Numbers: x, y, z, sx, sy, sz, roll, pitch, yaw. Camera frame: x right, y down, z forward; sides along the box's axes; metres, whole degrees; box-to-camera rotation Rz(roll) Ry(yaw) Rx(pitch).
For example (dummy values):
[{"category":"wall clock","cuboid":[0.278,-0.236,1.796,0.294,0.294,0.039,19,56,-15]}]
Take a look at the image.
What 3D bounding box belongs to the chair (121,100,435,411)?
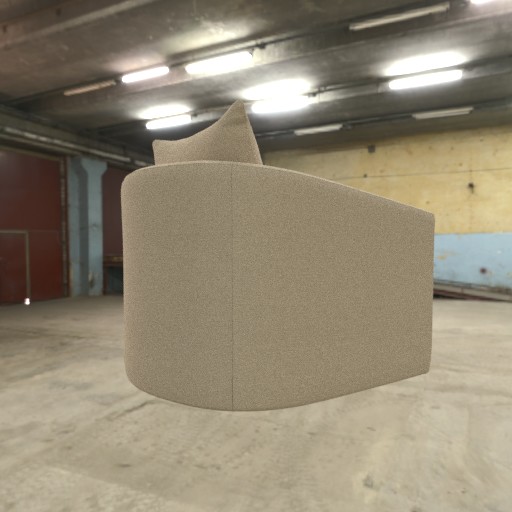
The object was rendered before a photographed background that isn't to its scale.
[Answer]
[{"category":"chair","cuboid":[0.000,0.000,1.567,0.910,0.848,0.845,0,1,-36]}]
